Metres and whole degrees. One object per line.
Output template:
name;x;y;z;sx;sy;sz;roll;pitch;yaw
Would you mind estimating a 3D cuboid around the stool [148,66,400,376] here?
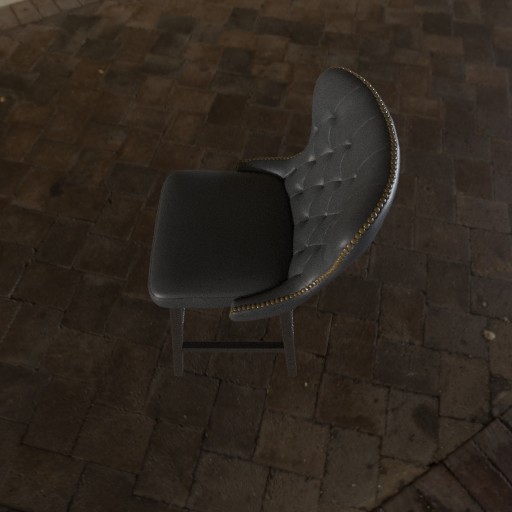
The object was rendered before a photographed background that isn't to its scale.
stool;0.000;0.000;1.320;0.593;0.971;0.528;0;58;0
